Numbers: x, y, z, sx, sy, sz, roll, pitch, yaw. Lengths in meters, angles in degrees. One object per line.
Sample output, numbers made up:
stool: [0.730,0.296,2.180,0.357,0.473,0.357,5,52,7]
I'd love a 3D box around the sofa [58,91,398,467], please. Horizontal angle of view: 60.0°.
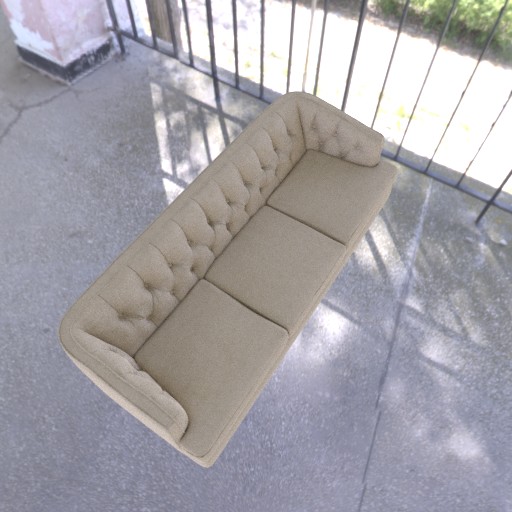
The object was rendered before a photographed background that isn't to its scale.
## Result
sofa: [0.000,0.000,2.717,0.913,0.788,2.235,29,62,18]
